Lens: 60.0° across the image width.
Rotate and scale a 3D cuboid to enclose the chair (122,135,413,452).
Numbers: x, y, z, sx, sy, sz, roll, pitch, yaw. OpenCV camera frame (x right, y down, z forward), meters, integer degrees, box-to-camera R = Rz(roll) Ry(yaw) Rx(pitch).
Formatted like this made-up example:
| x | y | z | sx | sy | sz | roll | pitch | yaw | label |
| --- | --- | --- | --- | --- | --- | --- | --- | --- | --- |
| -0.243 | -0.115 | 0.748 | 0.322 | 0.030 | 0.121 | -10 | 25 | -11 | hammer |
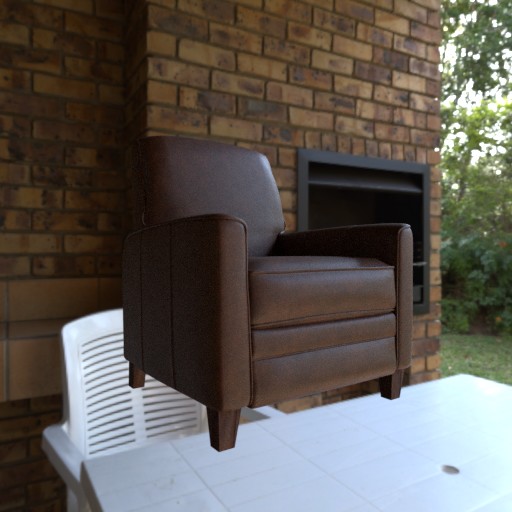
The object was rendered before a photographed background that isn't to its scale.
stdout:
| x | y | z | sx | sy | sz | roll | pitch | yaw | label |
| --- | --- | --- | --- | --- | --- | --- | --- | --- | --- |
| 0.000 | 0.000 | 1.655 | 0.839 | 1.010 | 0.850 | 0 | 1 | -35 | chair |
